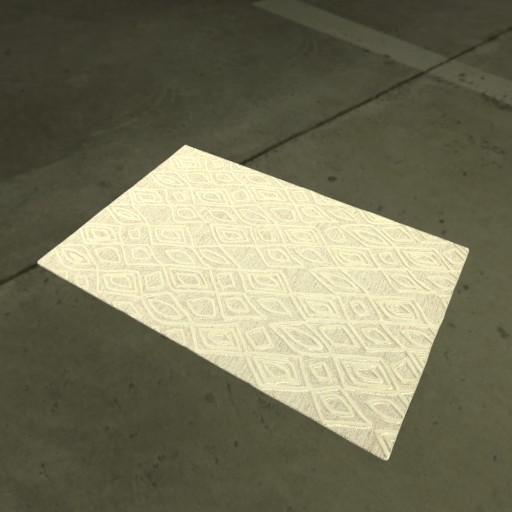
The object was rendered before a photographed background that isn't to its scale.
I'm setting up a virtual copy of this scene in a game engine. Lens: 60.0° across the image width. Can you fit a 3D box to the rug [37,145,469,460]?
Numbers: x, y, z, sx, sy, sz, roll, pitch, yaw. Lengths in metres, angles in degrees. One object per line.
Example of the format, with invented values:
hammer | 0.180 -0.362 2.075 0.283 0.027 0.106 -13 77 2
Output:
rug | 0.000 0.000 2.246 1.832 0.016 1.224 24 52 21
